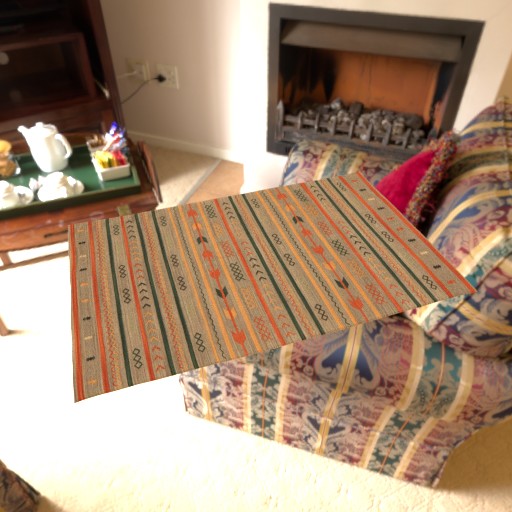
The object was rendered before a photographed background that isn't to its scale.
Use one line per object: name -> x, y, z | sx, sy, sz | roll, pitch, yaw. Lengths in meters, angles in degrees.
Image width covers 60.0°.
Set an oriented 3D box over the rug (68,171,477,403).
rug -> 0.000, 0.000, 3.046 | 2.439, 0.029, 1.537 | -13, 43, -14
